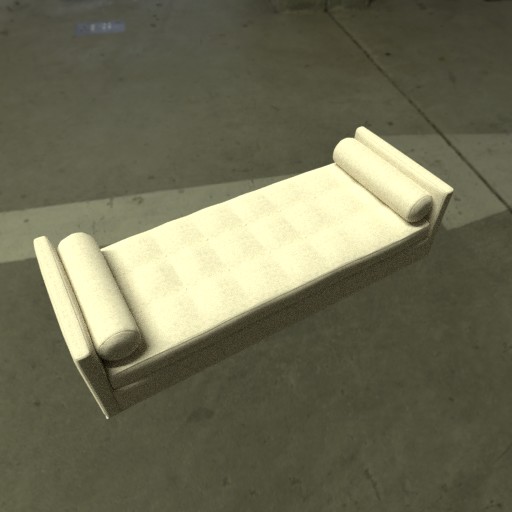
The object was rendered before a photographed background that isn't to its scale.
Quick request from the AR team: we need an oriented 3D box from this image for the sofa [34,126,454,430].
[{"bbox_3d":[0.000,0.000,2.519,2.102,0.655,0.797,-23,51,-21],"label":"sofa"}]
